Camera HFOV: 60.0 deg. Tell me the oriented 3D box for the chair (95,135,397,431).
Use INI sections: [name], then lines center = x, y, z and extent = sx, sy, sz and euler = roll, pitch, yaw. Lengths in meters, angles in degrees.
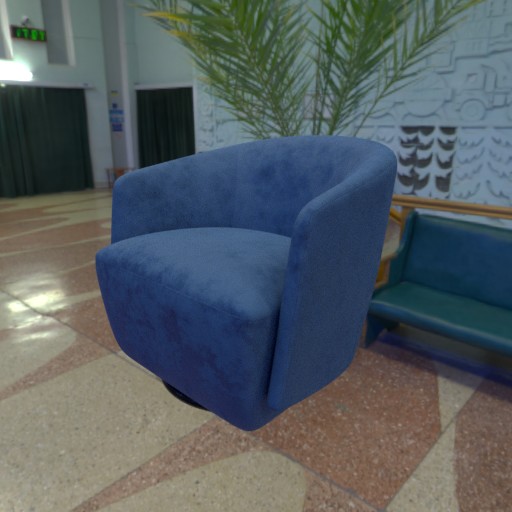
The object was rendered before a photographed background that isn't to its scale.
[chair]
center = 0.000, 0.000, 1.351
extent = 0.773, 0.698, 0.767
euler = 15, 22, 42
